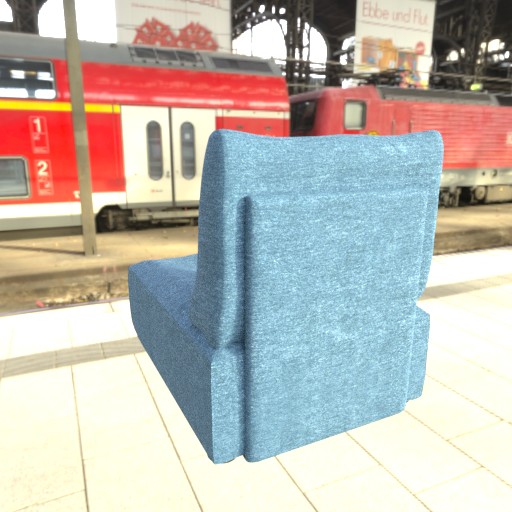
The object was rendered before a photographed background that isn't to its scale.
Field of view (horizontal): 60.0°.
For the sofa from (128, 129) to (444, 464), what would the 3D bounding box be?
[{"bbox_3d":[0.000,0.000,1.536,0.700,0.820,1.000,-7,15,-26],"label":"sofa"}]
